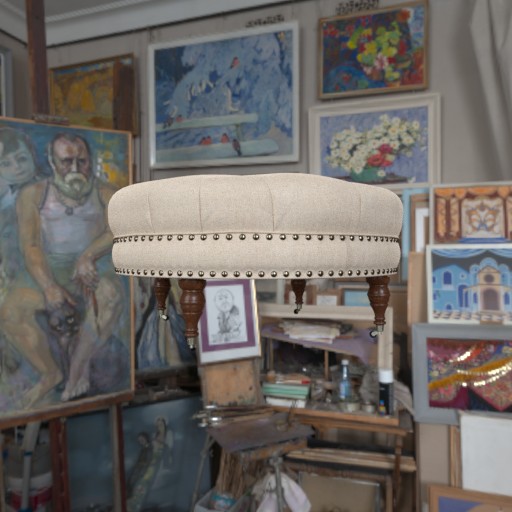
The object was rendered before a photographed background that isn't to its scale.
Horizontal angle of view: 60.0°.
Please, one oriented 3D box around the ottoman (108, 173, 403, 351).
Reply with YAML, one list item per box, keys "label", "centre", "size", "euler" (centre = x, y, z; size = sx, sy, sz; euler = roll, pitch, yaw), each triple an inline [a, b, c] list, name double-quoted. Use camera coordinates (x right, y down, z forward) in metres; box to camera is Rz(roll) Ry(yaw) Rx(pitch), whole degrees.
- label: "ottoman"
  centre: [0.000, 0.000, 1.484]
  size: [0.940, 0.483, 0.940]
  euler: [0, 0, 0]
